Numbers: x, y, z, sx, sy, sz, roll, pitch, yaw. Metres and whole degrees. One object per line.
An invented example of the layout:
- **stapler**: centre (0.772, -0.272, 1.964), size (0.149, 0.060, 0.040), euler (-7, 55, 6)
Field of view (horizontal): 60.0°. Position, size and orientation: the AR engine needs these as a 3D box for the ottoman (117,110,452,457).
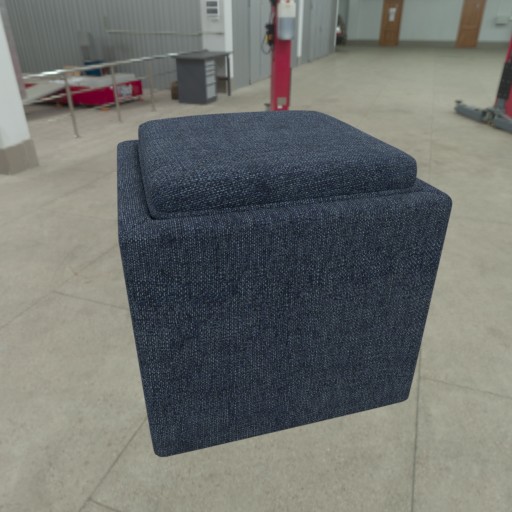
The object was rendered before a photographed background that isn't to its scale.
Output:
- **ottoman**: centre (0.000, 0.000, 0.821), size (0.450, 0.460, 0.450), euler (-8, 30, -14)
